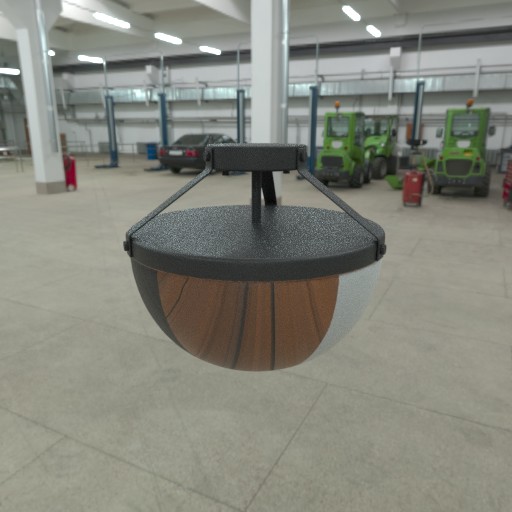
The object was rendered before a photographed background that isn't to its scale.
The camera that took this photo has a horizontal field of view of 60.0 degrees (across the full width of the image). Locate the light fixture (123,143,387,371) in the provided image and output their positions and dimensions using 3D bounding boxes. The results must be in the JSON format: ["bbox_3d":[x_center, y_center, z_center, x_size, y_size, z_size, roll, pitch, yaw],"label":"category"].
[{"bbox_3d":[0.000,0.000,0.552,0.304,0.269,0.304,0,16,0],"label":"light fixture"}]
